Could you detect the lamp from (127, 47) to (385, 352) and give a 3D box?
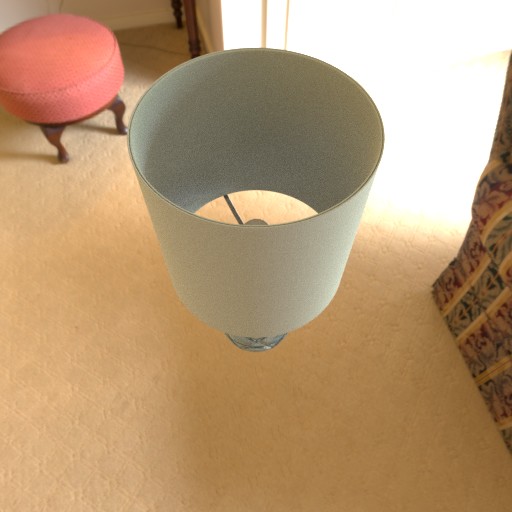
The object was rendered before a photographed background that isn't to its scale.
[{"bbox_3d":[0.000,0.000,0.494,0.193,0.377,0.193,32,64,18],"label":"lamp"}]
